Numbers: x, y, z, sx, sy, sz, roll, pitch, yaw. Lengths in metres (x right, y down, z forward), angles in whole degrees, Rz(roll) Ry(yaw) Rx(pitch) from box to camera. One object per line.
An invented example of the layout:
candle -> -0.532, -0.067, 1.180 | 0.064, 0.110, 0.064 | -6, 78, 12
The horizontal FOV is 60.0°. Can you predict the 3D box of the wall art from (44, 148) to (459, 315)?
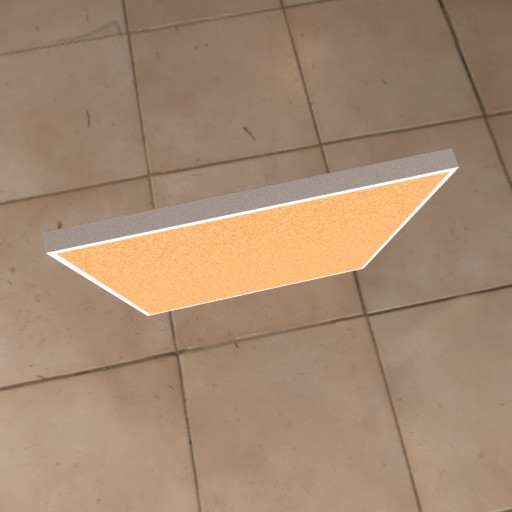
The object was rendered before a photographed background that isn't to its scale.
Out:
wall art -> 0.000, 0.000, 1.177 | 0.768, 0.765, 0.041 | -12, 74, -3
